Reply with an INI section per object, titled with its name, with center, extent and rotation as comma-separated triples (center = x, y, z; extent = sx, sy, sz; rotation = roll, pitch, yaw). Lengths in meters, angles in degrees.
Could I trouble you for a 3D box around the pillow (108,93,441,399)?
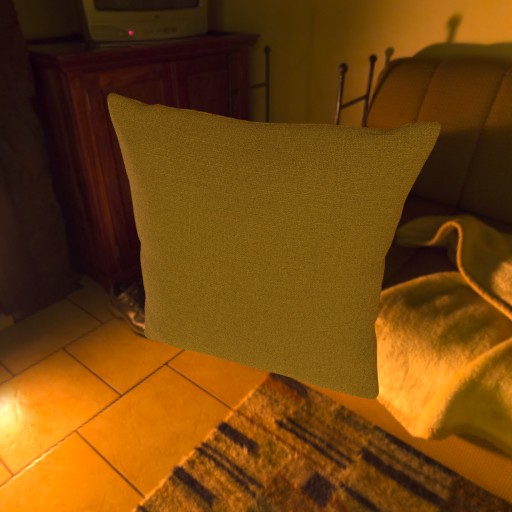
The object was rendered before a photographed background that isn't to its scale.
[pillow]
center = 0.000, 0.000, 0.655
extent = 0.429, 0.436, 0.159
rotation = 10, 33, 16
